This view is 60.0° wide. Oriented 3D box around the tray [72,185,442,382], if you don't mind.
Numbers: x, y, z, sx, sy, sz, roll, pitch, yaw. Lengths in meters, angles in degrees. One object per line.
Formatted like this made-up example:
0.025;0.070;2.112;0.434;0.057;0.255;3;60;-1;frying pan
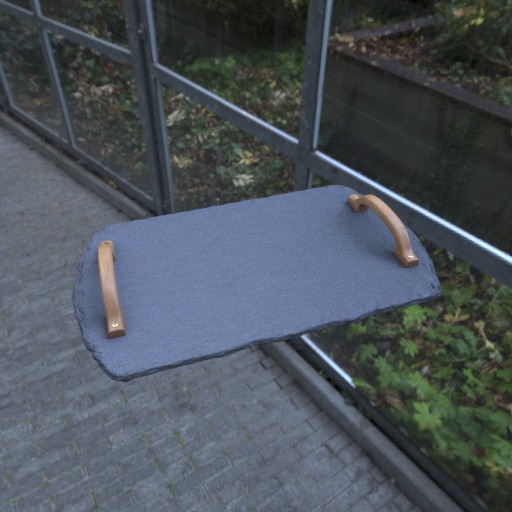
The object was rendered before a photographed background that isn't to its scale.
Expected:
0.000;0.000;0.486;0.387;0.062;0.231;-12;41;-14;tray
